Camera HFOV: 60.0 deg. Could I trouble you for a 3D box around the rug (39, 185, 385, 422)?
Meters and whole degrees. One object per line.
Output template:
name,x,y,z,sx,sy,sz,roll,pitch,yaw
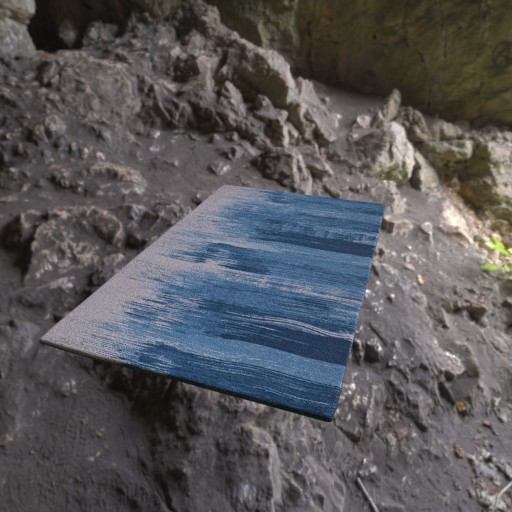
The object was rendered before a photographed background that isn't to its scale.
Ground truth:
rug,0.000,0.000,3.045,1.540,0.027,2.450,10,31,17
